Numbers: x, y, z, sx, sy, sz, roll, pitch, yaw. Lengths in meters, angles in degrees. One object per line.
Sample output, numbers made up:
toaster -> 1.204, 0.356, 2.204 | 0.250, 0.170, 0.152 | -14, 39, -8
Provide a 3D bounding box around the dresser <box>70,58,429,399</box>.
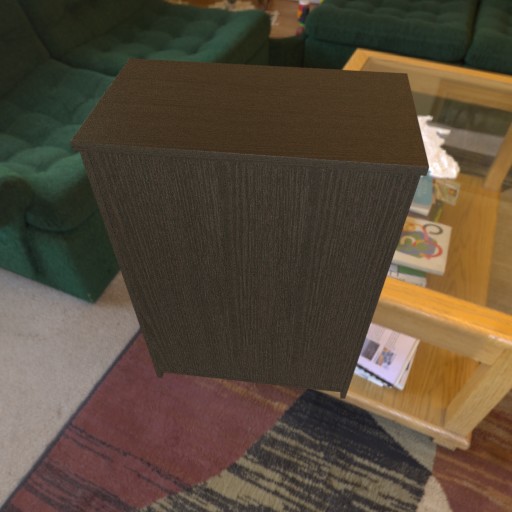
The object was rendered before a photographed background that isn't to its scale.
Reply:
dresser -> 0.000, 0.000, 1.370 | 0.704, 1.020, 0.399 | 5, 48, 5
